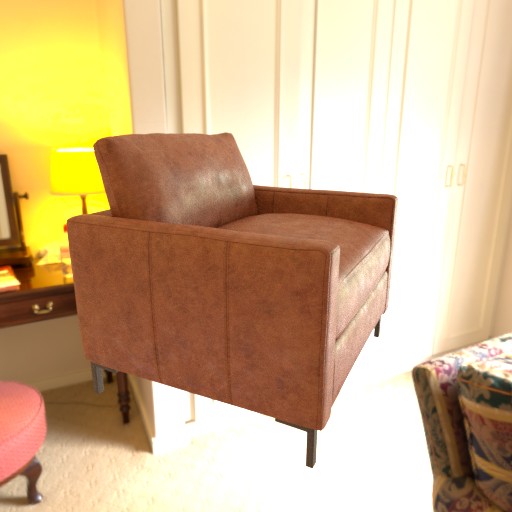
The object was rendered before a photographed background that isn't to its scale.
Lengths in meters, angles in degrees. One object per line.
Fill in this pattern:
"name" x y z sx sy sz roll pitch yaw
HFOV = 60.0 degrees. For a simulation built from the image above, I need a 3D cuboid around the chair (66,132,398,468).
"chair" 0.000 0.000 1.628 0.862 0.869 0.967 8 18 25
